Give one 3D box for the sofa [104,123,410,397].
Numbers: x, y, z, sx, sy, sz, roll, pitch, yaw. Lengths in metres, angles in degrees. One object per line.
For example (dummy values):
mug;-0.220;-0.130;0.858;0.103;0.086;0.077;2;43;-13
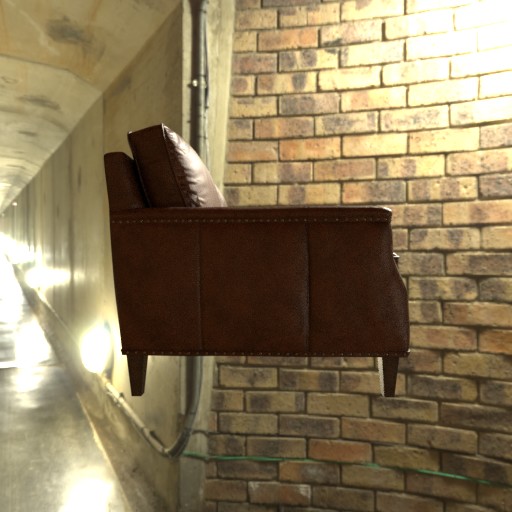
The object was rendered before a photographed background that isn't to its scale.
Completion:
sofa;0.000;0.000;2.292;1.083;1.003;1.628;0;-1;1
